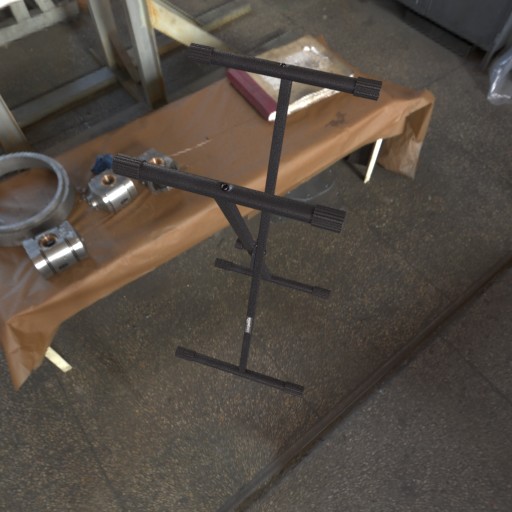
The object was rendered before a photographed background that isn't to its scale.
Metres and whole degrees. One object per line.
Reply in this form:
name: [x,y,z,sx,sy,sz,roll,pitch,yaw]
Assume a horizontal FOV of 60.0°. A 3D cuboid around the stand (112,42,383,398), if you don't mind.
stand: [0.000,0.000,1.192,0.449,0.940,0.409,16,60,9]
